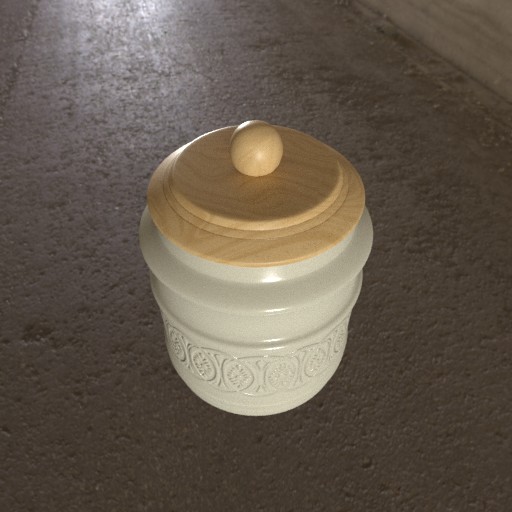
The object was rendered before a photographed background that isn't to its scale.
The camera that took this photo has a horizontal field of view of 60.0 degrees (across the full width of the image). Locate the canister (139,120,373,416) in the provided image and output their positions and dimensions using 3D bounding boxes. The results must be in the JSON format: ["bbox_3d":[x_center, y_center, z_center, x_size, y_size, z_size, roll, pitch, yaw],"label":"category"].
[{"bbox_3d":[0.000,0.000,0.270,0.130,0.176,0.130,0,46,0],"label":"canister"}]
